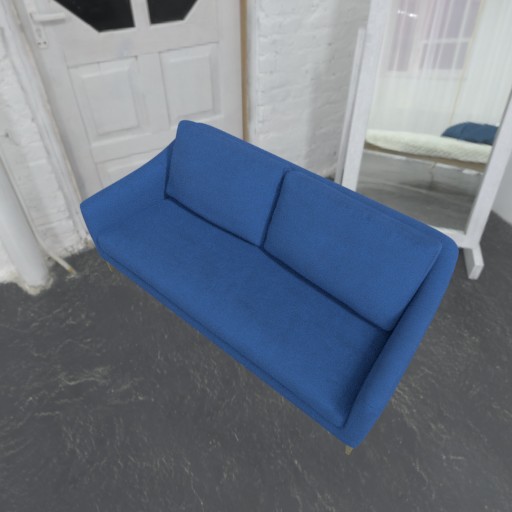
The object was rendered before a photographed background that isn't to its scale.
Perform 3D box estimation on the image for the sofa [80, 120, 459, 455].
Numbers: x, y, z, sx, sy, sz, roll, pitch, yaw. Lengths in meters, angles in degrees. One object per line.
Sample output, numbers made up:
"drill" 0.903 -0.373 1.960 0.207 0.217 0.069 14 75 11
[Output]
"sofa" 0.000 0.000 2.554 2.036 0.903 0.960 31 53 27
